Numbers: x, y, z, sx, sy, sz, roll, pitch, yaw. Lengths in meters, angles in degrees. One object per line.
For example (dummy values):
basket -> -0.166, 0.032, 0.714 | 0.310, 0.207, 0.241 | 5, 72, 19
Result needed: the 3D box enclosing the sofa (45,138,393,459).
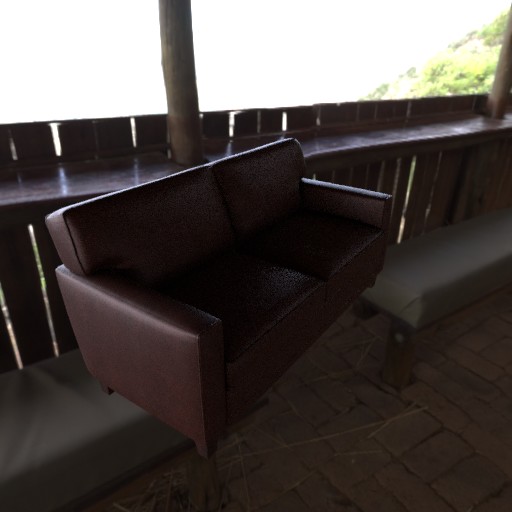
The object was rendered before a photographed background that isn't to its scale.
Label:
sofa -> 0.000, 0.000, 2.412 | 0.912, 0.928, 1.876 | 17, 31, 31
